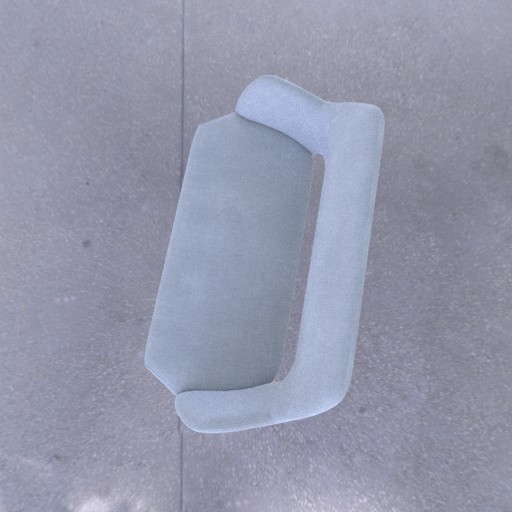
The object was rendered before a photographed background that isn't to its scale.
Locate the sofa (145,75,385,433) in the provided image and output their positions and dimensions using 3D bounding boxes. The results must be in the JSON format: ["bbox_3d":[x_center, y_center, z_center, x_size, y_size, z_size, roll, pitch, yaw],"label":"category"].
[{"bbox_3d":[0.000,0.000,1.576,0.610,0.840,1.150,10,79,2],"label":"sofa"}]
